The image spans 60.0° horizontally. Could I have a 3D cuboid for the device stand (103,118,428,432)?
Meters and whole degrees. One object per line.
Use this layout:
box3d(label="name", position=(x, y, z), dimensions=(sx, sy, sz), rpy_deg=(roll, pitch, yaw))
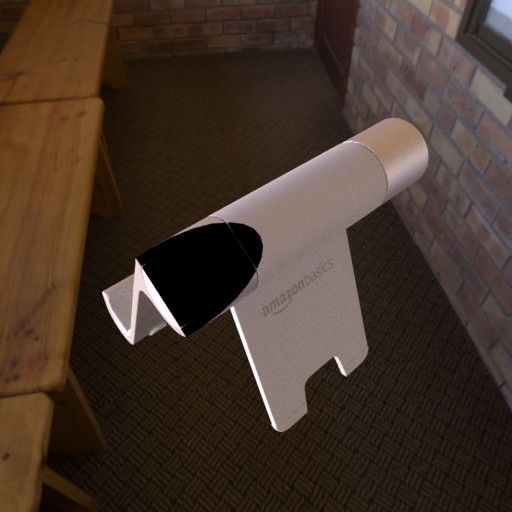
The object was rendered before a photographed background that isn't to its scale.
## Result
box3d(label="device stand", position=(0.000, 0.000, 0.150), dimensions=(0.086, 0.084, 0.079), rpy_deg=(-33, 55, -27))
